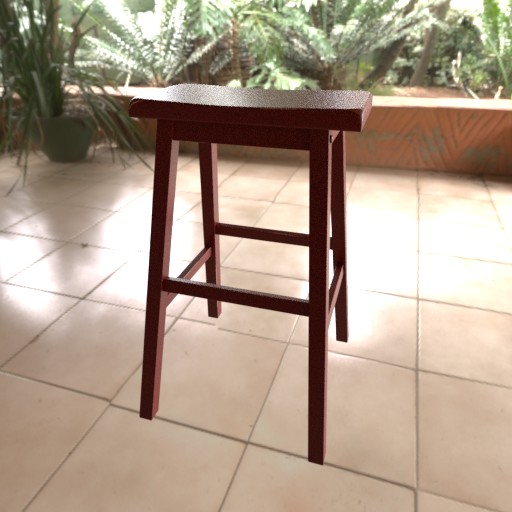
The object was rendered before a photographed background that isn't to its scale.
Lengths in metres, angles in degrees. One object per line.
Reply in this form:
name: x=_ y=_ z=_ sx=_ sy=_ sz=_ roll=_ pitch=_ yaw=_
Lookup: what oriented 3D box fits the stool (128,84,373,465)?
stool: x=0.000 y=0.000 z=1.065 sx=0.457 sy=0.737 sz=0.476 roll=8 pitch=29 yaw=15
